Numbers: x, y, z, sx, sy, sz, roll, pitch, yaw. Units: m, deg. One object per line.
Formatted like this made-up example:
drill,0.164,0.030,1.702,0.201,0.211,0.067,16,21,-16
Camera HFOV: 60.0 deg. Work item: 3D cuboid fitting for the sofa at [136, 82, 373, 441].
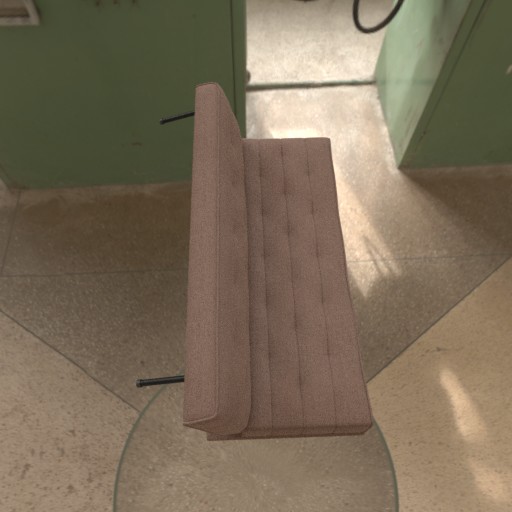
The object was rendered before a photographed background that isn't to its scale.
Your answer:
sofa,0.000,0.000,2.416,1.038,0.810,1.820,-2,63,-1
